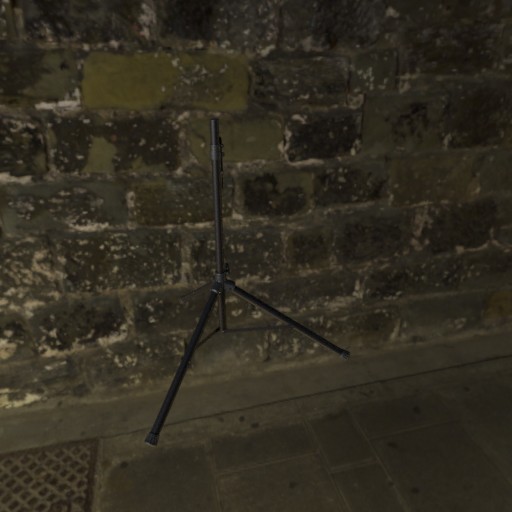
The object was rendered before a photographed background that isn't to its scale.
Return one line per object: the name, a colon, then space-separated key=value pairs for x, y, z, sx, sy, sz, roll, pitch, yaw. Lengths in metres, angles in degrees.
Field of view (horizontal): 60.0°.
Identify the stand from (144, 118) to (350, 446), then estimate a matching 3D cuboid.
stand: x=0.000 y=0.000 z=1.893 sx=0.907 sy=1.136 sz=1.045 roll=0 pitch=27 yaw=0
